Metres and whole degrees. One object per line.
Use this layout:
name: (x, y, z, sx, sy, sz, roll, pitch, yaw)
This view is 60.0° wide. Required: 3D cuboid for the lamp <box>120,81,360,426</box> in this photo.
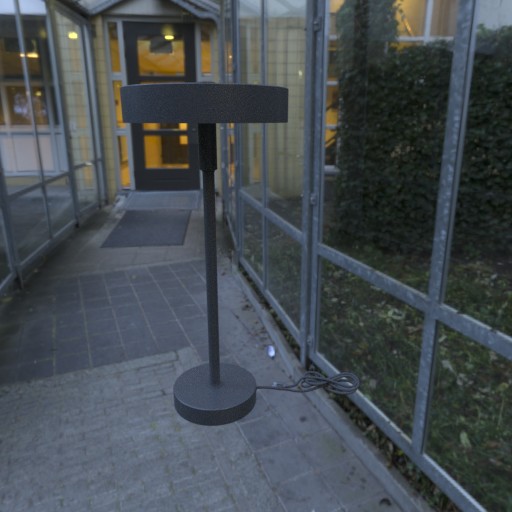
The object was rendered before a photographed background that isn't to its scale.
lamp: (0.000, 0.000, 0.696, 0.369, 0.508, 0.229, -3, 17, -9)
